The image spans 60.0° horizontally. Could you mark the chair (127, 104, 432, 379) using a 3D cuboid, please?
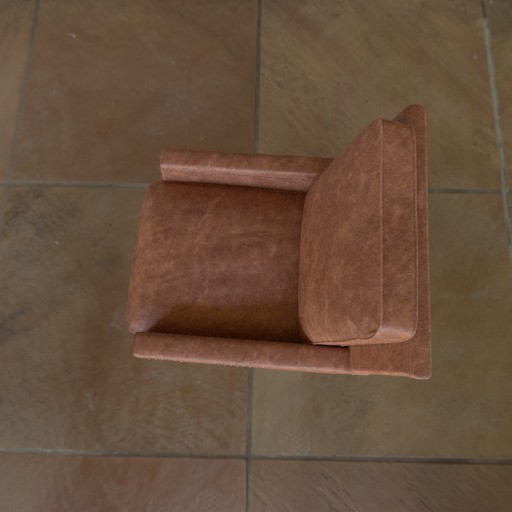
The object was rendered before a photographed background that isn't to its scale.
[{"bbox_3d":[0.000,0.000,1.755,1.035,1.054,0.854,4,76,1],"label":"chair"}]
